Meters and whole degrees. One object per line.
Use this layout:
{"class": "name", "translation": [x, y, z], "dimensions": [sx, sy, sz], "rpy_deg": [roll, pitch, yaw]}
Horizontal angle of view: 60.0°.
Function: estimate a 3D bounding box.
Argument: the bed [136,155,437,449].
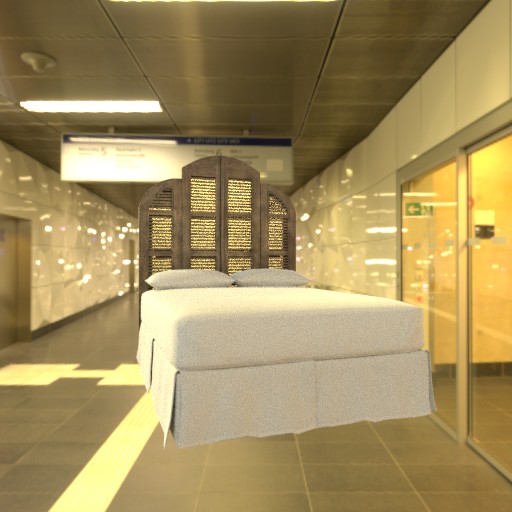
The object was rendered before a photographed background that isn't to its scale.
{"class": "bed", "translation": [0.000, 0.000, 3.496], "dimensions": [1.713, 2.019, 2.138], "rpy_deg": [0, 0, -20]}
